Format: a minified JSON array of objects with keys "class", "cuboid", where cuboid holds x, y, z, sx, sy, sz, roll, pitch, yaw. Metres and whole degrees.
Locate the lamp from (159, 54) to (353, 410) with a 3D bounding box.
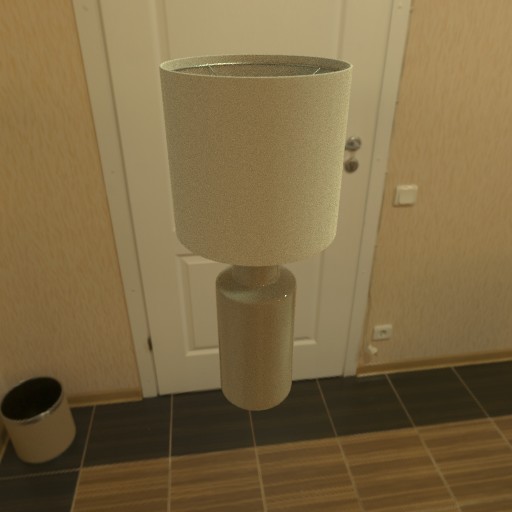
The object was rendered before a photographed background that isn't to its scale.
[{"class":"lamp","cuboid":[0.000,0.000,0.615,0.212,0.493,0.212,-21,36,-32]}]
